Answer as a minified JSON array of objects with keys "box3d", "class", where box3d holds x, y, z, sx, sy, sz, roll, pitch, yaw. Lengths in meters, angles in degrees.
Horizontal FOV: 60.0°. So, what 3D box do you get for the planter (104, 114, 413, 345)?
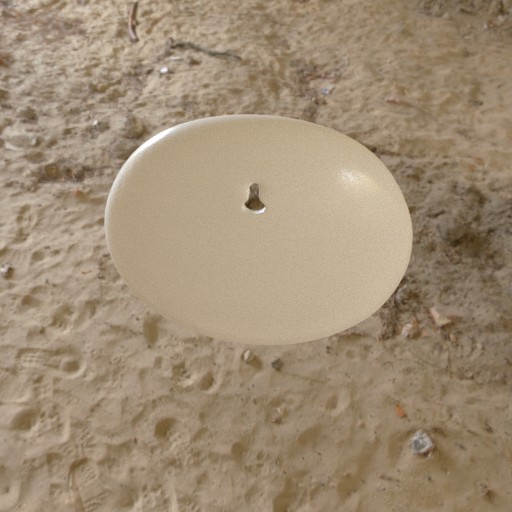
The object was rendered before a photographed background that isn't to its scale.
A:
[{"box3d":[0.000,0.000,0.274,0.185,0.188,0.043,3,46,3],"class":"planter"}]
